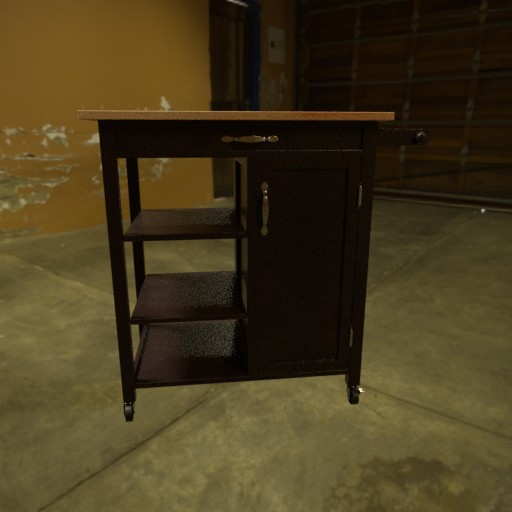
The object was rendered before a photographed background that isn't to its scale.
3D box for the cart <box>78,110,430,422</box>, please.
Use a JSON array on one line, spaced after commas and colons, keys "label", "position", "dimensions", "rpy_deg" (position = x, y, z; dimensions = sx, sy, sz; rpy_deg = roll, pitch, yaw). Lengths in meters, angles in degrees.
[{"label": "cart", "position": [0.000, 0.000, 1.451], "dimensions": [0.914, 0.878, 0.472], "rpy_deg": [-2, 16, -7]}]
